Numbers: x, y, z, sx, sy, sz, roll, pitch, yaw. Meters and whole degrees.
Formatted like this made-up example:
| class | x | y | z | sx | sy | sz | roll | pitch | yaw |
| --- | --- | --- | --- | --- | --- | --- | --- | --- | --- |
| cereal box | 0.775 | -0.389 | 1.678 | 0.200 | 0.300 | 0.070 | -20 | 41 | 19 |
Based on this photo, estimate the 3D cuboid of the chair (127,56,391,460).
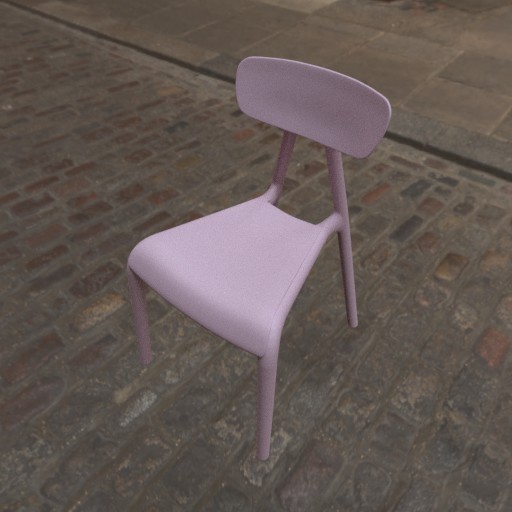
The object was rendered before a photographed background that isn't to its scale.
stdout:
| class | x | y | z | sx | sy | sz | roll | pitch | yaw |
| --- | --- | --- | --- | --- | --- | --- | --- | --- | --- |
| chair | 0.000 | 0.000 | 0.825 | 0.356 | 0.580 | 0.401 | 29 | 52 | 26 |
